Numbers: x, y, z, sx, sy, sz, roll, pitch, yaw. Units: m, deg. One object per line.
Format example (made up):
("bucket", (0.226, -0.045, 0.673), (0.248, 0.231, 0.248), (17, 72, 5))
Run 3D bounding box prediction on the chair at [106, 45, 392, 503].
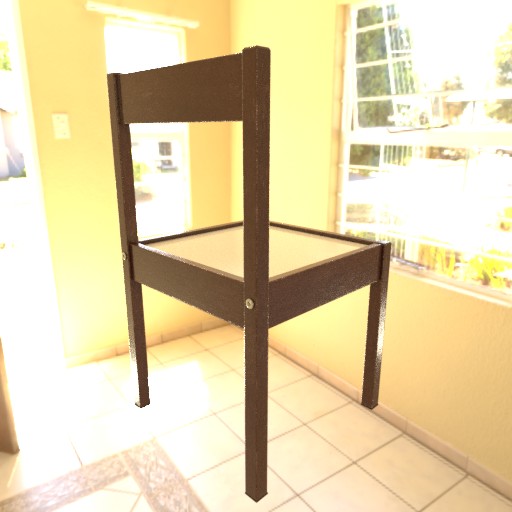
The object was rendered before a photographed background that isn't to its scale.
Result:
("chair", (0.000, 0.000, 0.657), (0.285, 0.505, 0.285), (-15, 22, -43))
